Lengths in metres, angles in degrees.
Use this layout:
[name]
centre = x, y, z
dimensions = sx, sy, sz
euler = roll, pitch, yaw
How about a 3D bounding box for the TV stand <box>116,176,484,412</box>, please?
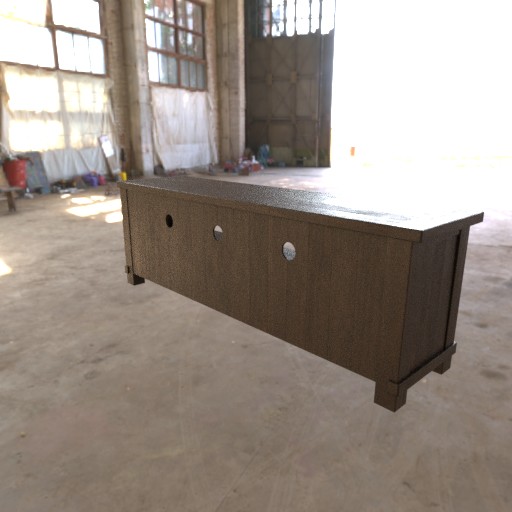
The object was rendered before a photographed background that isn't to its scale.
[TV stand]
centre = 0.000, 0.000, 2.148
dimensions = 0.471, 0.615, 1.866
euler = -14, 21, -41
